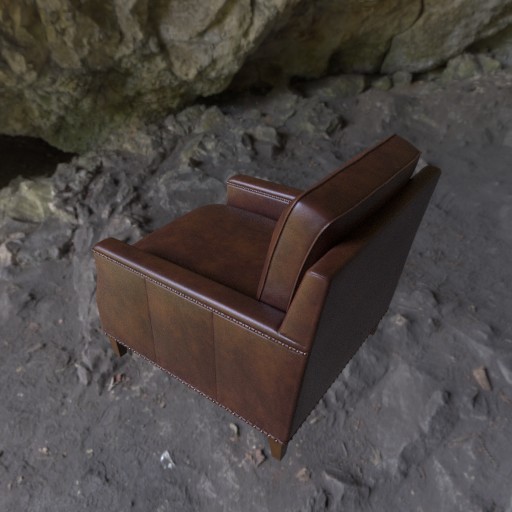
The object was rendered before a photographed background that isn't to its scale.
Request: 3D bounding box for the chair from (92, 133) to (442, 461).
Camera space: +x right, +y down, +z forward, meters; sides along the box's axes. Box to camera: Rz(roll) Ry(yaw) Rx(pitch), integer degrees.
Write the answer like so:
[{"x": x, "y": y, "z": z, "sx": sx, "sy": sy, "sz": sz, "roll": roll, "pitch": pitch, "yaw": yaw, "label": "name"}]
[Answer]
[{"x": 0.000, "y": 0.000, "z": 1.701, "sx": 1.014, "sy": 0.929, "sz": 0.853, "roll": 21, "pitch": 38, "yaw": 30, "label": "chair"}]
